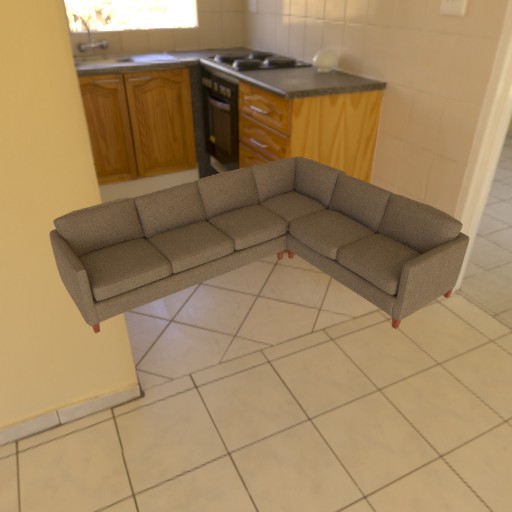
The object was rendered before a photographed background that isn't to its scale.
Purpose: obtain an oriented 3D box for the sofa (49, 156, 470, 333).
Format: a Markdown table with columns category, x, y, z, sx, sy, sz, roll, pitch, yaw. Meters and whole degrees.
| category | x | y | z | sx | sy | sz | roll | pitch | yaw |
| --- | --- | --- | --- | --- | --- | --- | --- | --- | --- |
| sofa | 0.000 | 0.000 | 4.447 | 3.302 | 0.947 | 2.593 | -21 | 37 | -30 |
